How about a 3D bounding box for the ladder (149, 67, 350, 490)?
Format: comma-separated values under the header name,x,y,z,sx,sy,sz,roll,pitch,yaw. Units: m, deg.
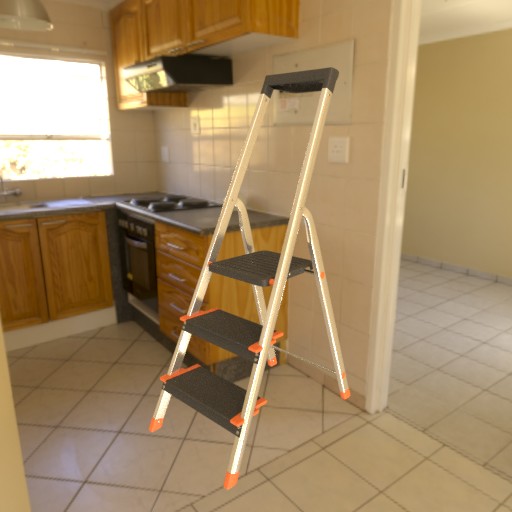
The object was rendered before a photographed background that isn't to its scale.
name,x,y,z,sx,sy,sz,roll,pitch,yaw
ladder,0.000,0.000,1.533,0.416,1.229,0.686,13,20,41
